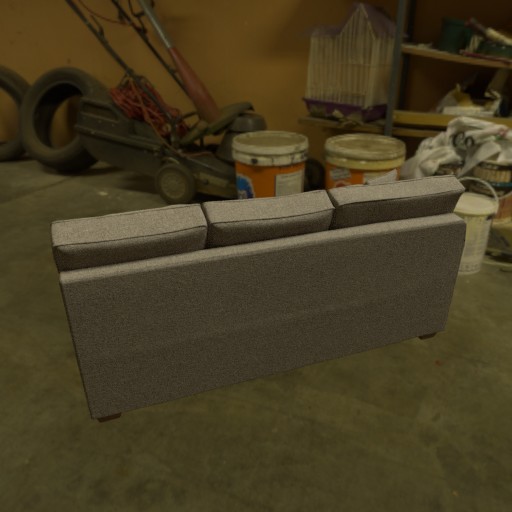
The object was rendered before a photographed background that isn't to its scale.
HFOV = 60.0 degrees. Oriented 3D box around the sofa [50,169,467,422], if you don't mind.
[{"bbox_3d":[0.000,0.000,2.485,1.963,0.946,1.034,-9,28,-18],"label":"sofa"}]
